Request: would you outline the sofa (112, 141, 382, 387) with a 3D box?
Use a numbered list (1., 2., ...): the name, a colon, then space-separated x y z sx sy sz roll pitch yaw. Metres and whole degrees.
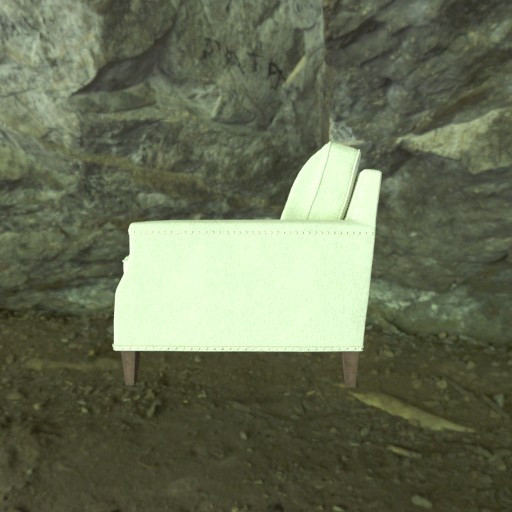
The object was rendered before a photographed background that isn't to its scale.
1. sofa: 0.000 0.000 2.833 1.084 1.003 2.246 0 1 2
